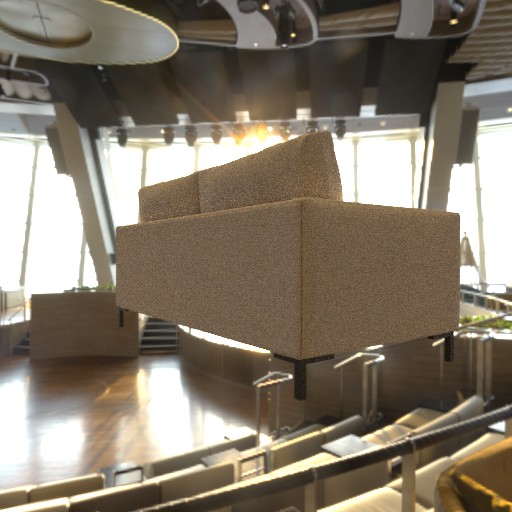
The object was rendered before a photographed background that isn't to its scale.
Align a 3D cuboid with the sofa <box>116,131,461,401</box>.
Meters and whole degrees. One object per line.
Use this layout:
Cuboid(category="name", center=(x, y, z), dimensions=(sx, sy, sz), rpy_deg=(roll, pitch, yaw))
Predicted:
Cuboid(category="sofa", center=(0.000, 0.000, 2.130), dimensions=(0.839, 0.812, 1.651), rpy_deg=(0, 0, -36))
